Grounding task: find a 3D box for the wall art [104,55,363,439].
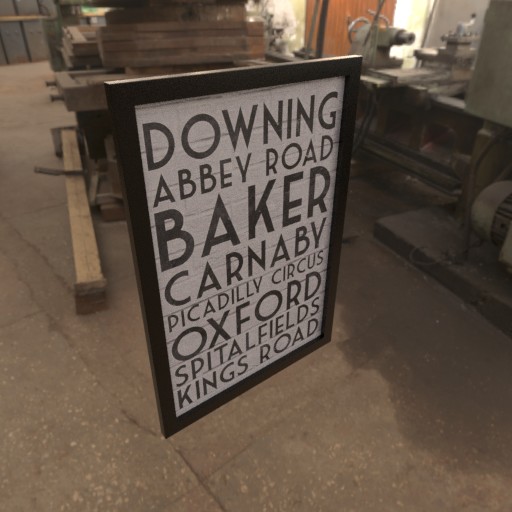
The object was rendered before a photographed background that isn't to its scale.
[{"bbox_3d":[0.000,0.000,0.829,0.462,0.656,0.019,-22,37,-32],"label":"wall art"}]
